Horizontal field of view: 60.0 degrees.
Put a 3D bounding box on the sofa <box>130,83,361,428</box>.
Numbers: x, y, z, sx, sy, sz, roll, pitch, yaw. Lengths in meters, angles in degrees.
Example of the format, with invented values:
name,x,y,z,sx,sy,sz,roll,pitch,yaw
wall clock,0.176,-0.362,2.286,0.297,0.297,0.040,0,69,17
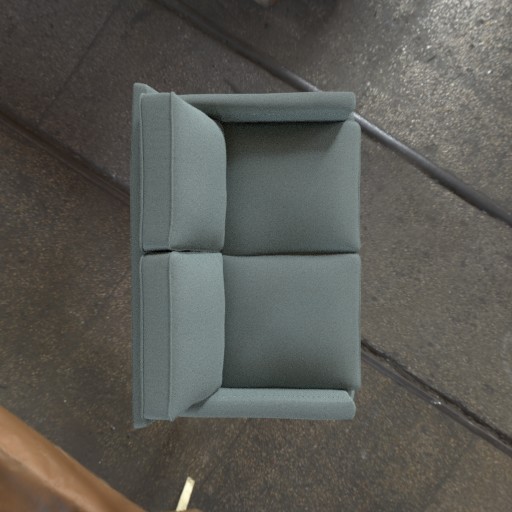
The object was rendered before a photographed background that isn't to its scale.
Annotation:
name,x,y,z,sx,sy,sz,roll,pitch,yaw
sofa,0.000,0.000,2.264,1.084,1.003,1.597,0,90,0
